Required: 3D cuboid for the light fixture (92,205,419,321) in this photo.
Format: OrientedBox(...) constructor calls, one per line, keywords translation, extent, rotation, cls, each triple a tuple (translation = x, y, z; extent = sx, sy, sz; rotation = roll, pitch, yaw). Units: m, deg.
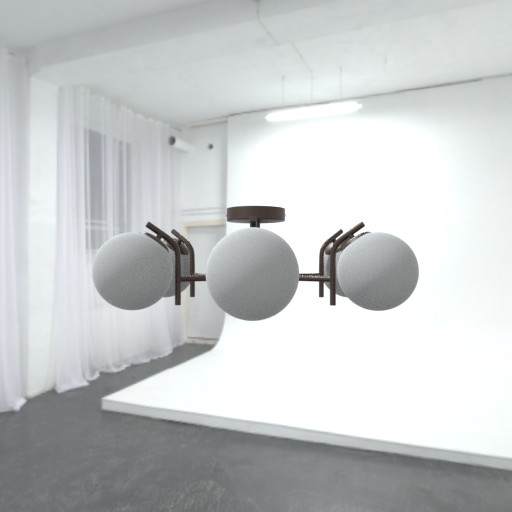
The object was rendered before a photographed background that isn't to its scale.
OrientedBox(translation=(0.000, 0.000, 0.946), extent=(0.662, 0.201, 0.662), rotation=(0, 0, 0), cls="light fixture")
